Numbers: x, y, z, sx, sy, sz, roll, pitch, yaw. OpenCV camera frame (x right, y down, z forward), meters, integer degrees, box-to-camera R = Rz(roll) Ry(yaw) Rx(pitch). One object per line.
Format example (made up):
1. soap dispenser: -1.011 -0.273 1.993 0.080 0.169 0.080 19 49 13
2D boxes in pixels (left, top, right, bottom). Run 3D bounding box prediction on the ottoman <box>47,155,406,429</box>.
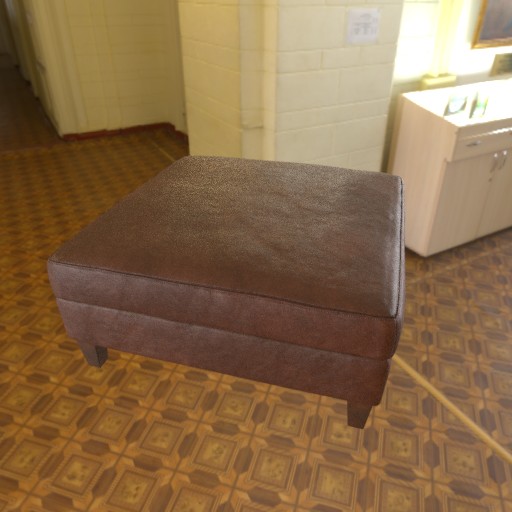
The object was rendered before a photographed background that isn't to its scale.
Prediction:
1. ottoman: 0.000 0.000 1.355 0.844 0.415 0.836 9 32 14
